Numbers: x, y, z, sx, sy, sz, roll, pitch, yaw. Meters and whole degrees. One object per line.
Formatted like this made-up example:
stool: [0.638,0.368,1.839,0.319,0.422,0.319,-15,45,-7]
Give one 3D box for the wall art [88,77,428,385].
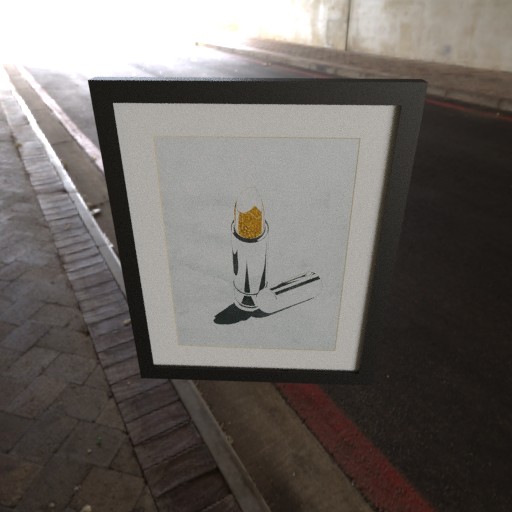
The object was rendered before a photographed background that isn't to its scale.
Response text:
wall art: [0.000,0.000,0.747,0.457,0.559,0.029,1,30,2]
